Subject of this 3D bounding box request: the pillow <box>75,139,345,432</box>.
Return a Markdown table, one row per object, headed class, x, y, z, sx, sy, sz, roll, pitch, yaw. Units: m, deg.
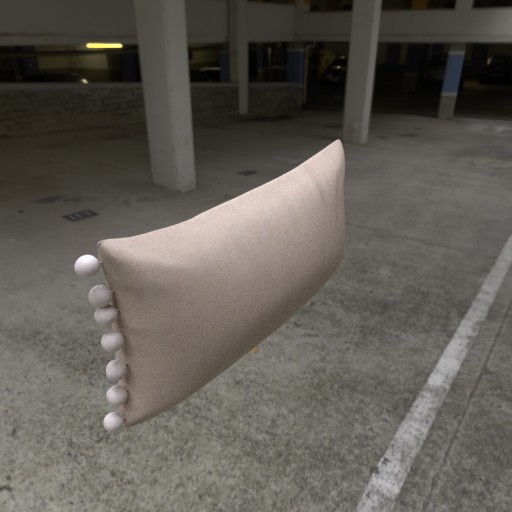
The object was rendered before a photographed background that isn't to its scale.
| class | x | y | z | sx | sy | sz | roll | pitch | yaw |
| --- | --- | --- | --- | --- | --- | --- | --- | --- | --- |
| pillow | 0.000 | 0.000 | 0.828 | 0.201 | 0.322 | 0.709 | 18 | 31 | 31 |
